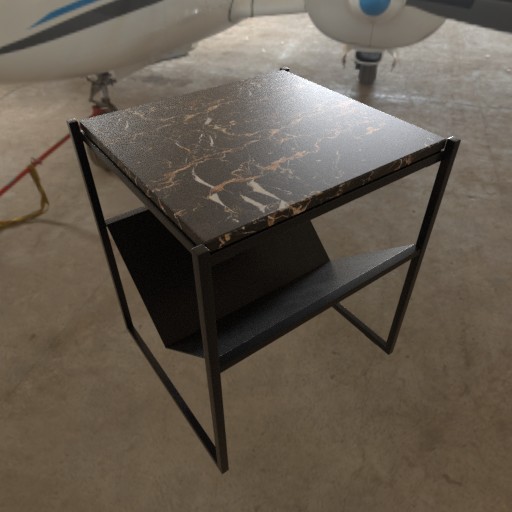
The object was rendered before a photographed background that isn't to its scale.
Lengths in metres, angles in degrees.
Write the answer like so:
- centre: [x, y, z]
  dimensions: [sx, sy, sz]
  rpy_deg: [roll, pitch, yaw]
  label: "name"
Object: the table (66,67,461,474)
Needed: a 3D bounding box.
- centre: [0.000, 0.000, 0.883]
  dimensions: [0.469, 0.534, 0.432]
  rpy_deg: [-25, 46, -27]
  label: "table"
